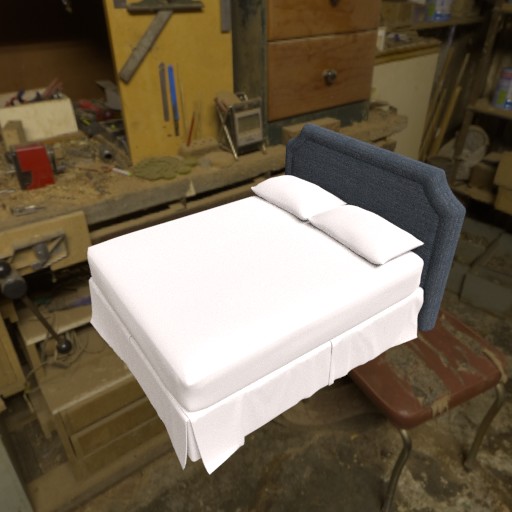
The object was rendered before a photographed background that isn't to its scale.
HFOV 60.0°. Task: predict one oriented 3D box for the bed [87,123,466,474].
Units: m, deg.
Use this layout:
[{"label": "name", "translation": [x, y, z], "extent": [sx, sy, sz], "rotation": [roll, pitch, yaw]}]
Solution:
[{"label": "bed", "translation": [0.000, 0.000, 3.278], "extent": [2.208, 1.297, 1.828], "rotation": [-21, 38, -29]}]
